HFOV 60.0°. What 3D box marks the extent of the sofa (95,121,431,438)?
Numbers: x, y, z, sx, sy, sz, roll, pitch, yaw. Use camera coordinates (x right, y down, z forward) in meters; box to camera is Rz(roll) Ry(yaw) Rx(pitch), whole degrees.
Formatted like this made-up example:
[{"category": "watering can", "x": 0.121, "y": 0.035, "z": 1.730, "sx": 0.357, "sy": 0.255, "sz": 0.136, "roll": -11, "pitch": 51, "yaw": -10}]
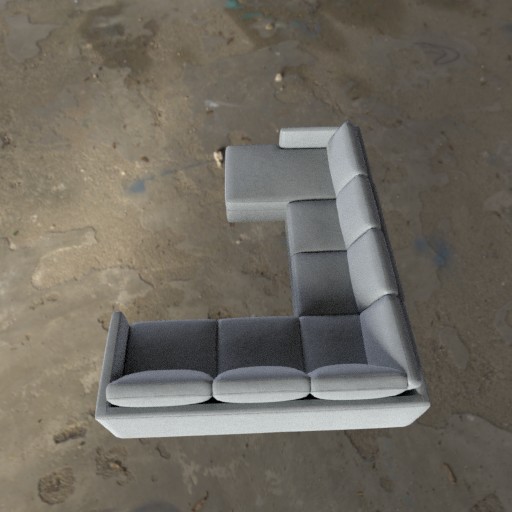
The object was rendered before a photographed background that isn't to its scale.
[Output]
[{"category": "sofa", "x": 0.000, "y": 0.000, "z": 4.408, "sx": 2.551, "sy": 0.853, "sz": 3.238, "roll": -2, "pitch": 55, "yaw": -1}]
